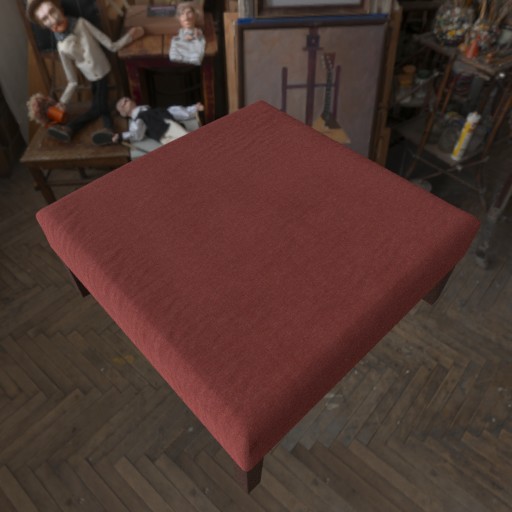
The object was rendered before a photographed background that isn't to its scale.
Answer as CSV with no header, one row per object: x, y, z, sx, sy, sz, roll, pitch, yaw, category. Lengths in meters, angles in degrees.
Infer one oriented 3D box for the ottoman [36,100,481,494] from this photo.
0.000,0.000,1.354,0.890,0.411,0.889,-35,58,-27,ottoman
